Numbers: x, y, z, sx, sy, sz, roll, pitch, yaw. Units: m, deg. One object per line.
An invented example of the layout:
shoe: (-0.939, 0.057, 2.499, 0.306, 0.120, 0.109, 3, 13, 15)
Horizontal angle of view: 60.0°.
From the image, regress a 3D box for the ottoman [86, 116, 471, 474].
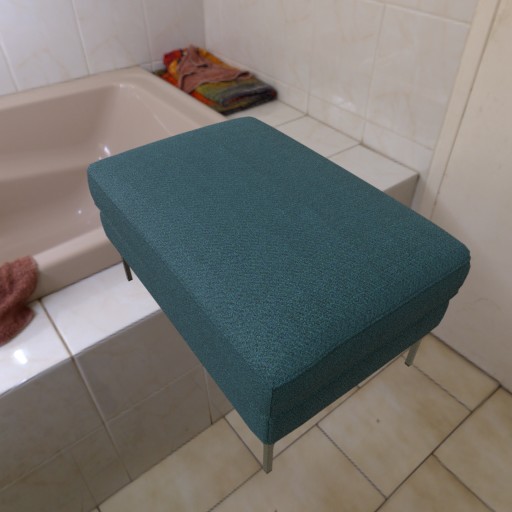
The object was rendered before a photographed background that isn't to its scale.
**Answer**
ottoman: (0.000, 0.000, 1.179, 0.563, 0.498, 0.856, -26, 48, -26)
